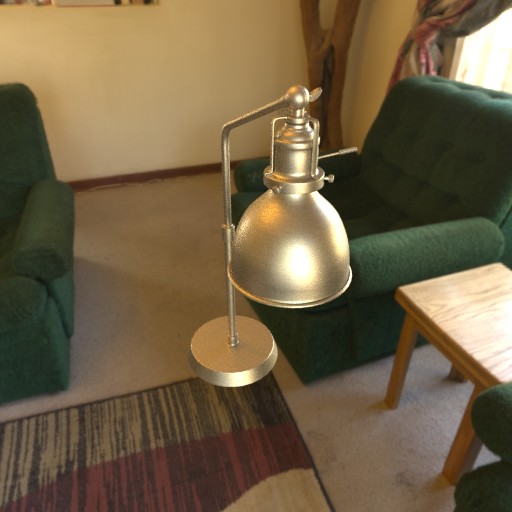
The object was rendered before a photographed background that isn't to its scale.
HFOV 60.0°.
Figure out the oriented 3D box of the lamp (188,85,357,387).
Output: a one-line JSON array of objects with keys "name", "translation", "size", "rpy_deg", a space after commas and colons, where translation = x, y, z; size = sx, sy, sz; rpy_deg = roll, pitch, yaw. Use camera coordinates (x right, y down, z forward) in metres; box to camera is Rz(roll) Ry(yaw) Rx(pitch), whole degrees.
[{"name": "lamp", "translation": [0.000, 0.000, 0.593], "size": [0.153, 0.456, 0.286], "rpy_deg": [-22, 38, -30]}]
